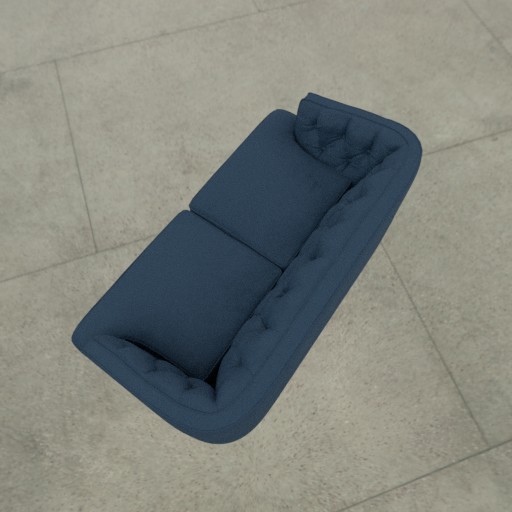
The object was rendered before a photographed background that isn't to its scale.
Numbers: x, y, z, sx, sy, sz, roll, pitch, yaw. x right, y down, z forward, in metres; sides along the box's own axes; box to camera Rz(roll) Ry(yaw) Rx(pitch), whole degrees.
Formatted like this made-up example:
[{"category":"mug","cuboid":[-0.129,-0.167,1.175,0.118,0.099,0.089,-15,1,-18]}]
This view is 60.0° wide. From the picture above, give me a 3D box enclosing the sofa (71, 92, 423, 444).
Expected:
[{"category":"sofa","cuboid":[0.000,0.000,2.245,0.941,0.854,1.733,33,69,14]}]
